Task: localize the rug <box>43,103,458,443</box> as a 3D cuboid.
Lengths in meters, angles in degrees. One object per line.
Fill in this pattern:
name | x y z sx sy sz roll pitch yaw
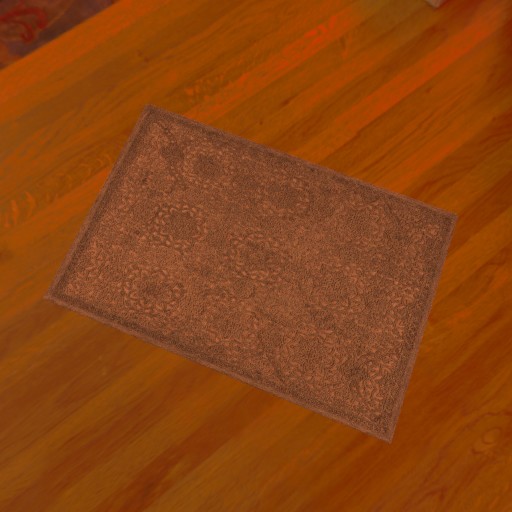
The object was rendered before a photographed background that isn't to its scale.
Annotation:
rug | 0.000 0.000 2.286 1.819 0.012 1.208 21 76 6
